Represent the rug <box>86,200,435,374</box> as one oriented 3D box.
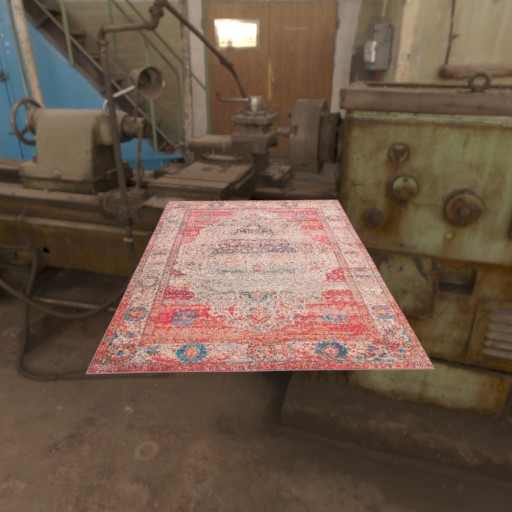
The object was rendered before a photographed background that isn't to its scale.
[{"bbox_3d":[0.000,0.000,2.365,1.219,0.006,1.829,-1,26,-1],"label":"rug"}]
